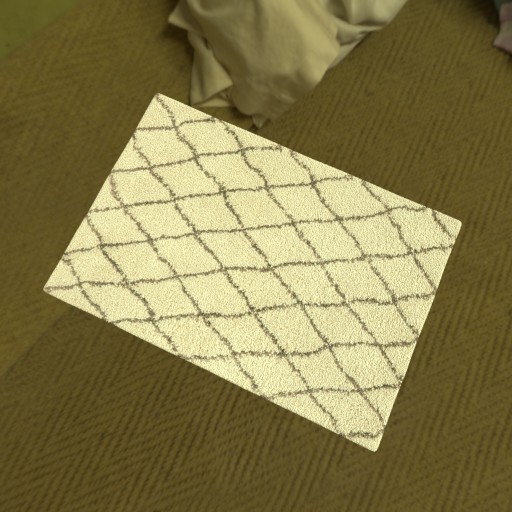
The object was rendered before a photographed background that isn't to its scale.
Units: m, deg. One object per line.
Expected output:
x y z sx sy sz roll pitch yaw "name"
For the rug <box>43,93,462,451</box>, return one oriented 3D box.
0.000 0.000 2.247 1.778 0.030 1.219 24 78 6 "rug"
